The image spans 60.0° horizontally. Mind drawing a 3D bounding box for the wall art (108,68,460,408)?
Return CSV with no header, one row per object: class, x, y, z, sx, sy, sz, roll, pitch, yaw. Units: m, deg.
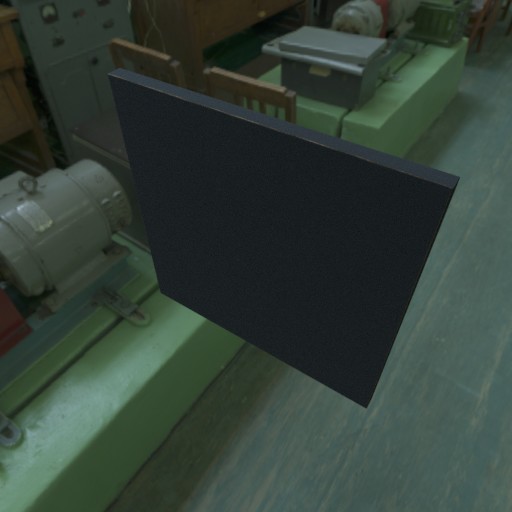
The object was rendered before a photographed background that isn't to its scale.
wall art,0.000,0.000,1.120,0.762,0.762,0.038,25,51,22
